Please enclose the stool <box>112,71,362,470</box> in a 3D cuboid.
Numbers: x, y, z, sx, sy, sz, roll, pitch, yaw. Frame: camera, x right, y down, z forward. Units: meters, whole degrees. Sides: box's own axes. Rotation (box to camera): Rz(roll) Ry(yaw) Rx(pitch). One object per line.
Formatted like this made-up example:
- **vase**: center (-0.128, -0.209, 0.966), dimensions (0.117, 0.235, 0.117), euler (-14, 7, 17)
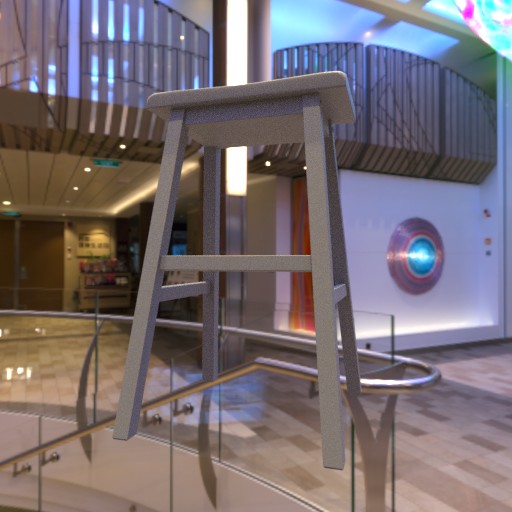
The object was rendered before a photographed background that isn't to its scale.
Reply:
- **stool**: center (0.000, 0.000, 1.053), dimensions (0.457, 0.737, 0.476), euler (0, -1, 17)
